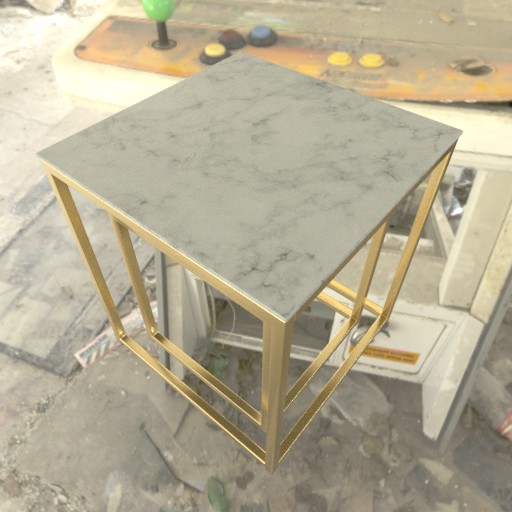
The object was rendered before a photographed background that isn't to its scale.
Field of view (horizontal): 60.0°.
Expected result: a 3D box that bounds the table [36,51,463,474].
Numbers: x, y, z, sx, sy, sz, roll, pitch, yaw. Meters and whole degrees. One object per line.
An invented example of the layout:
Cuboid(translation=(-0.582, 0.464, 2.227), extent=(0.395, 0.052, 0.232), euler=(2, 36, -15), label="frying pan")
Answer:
Cuboid(translation=(0.000, 0.000, 0.839), extent=(0.450, 0.500, 0.450), euler=(31, 55, 26), label="table")
